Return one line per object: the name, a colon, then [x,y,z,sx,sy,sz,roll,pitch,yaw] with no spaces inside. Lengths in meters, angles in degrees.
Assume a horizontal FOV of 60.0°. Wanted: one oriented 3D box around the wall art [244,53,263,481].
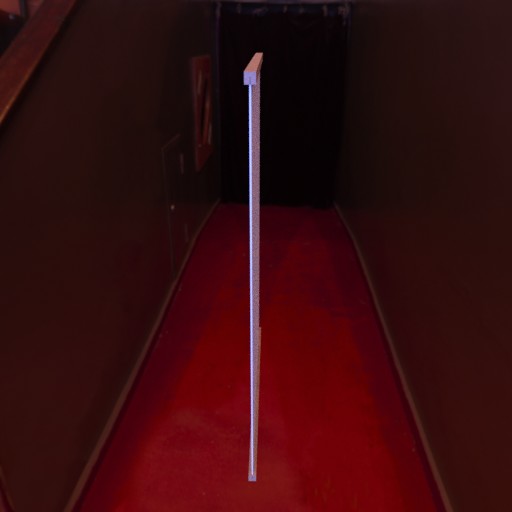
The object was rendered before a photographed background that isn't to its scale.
wall art: [0.000,0.000,1.873,0.030,1.519,0.990,1,27,2]
